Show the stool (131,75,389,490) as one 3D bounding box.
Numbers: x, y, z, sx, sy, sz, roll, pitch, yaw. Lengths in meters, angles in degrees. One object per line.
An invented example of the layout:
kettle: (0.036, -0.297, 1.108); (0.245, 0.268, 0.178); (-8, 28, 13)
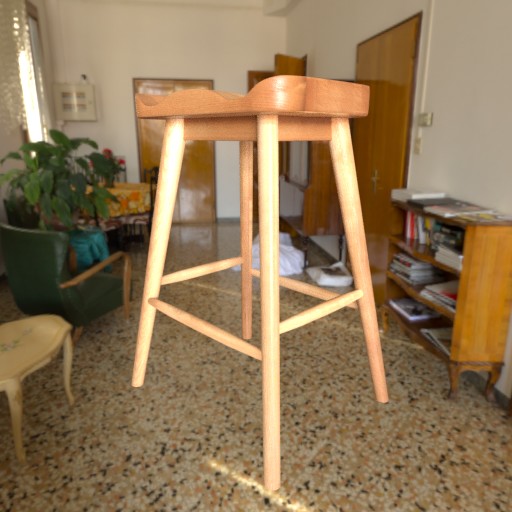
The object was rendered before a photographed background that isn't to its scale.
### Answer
stool: (0.000, 0.000, 0.878); (0.361, 0.615, 0.440); (-15, 21, -43)
